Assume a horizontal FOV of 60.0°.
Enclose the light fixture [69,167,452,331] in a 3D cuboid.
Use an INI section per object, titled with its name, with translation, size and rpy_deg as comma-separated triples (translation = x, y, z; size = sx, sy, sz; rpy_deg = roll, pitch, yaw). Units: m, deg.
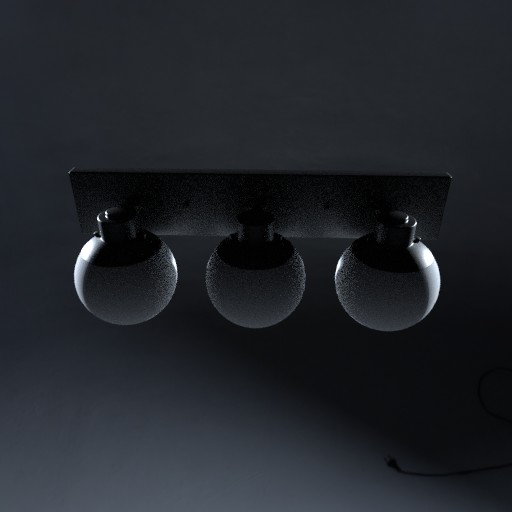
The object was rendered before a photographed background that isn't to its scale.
[light fixture]
translation = 0.000, 0.000, 0.830
size = 0.721, 0.263, 0.218
rpy_deg = 1, 30, 2
